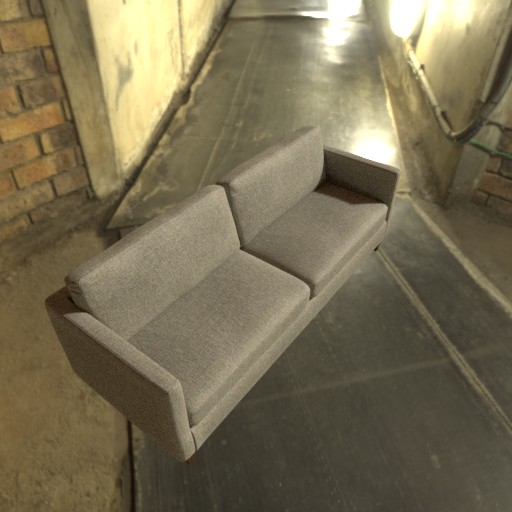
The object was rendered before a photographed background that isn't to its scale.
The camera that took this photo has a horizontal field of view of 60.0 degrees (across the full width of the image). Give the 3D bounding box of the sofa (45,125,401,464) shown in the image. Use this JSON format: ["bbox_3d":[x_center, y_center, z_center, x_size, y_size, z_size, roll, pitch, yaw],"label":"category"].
[{"bbox_3d":[0.000,0.000,2.956,0.948,0.951,2.434,26,47,28],"label":"sofa"}]
